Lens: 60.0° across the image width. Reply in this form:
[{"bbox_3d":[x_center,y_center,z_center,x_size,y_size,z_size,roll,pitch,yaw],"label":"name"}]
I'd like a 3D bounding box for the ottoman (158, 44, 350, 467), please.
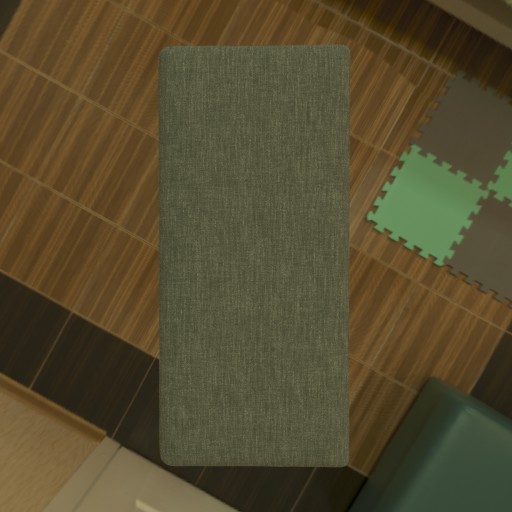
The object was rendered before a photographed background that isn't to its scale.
[{"bbox_3d":[0.000,0.000,1.111,0.419,0.432,0.902,0,91,1],"label":"ottoman"}]
